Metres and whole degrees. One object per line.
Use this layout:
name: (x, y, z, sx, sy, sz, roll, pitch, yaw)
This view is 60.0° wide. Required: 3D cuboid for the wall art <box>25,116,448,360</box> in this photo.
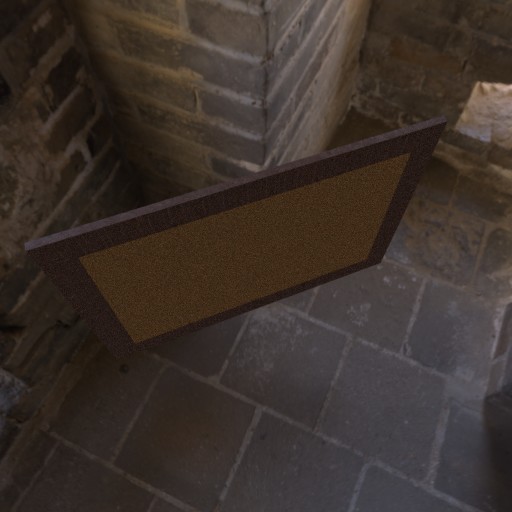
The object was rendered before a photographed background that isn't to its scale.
wall art: (0.000, 0.000, 1.173, 0.917, 0.626, 0.019, -19, 61, -11)
